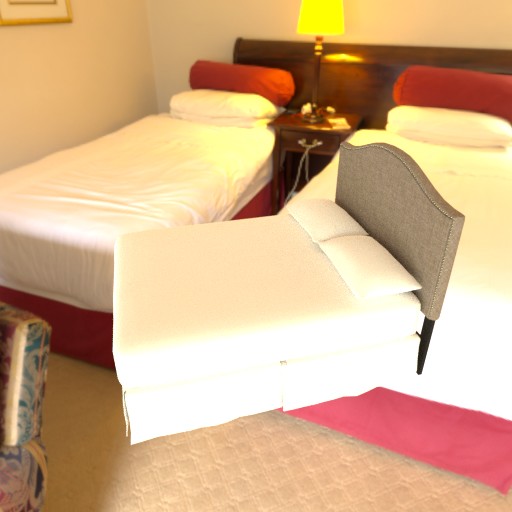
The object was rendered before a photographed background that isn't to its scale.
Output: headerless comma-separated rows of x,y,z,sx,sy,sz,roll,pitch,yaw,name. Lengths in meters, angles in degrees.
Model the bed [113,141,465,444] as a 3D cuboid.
0.000,0.000,3.340,2.153,1.518,1.713,-8,31,-13,bed
